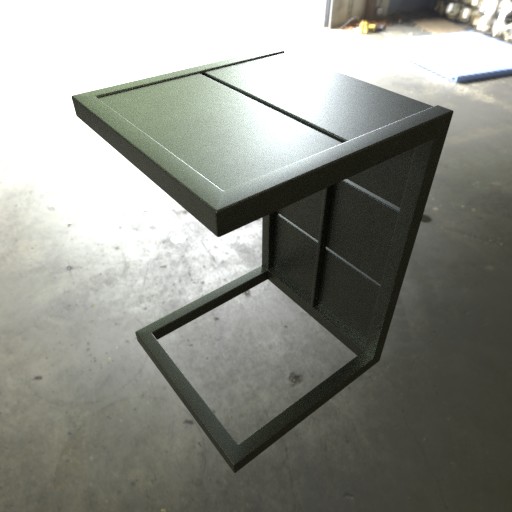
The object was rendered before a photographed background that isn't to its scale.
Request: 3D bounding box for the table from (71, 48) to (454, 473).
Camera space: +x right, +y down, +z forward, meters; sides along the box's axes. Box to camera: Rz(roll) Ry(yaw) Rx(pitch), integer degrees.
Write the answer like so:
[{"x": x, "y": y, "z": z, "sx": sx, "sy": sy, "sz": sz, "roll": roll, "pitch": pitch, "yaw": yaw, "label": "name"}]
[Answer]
[{"x": 0.000, "y": 0.000, "z": 0.868, "sx": 0.420, "sy": 0.609, "sz": 0.405, "roll": -27, "pitch": 47, "yaw": -28, "label": "table"}]
